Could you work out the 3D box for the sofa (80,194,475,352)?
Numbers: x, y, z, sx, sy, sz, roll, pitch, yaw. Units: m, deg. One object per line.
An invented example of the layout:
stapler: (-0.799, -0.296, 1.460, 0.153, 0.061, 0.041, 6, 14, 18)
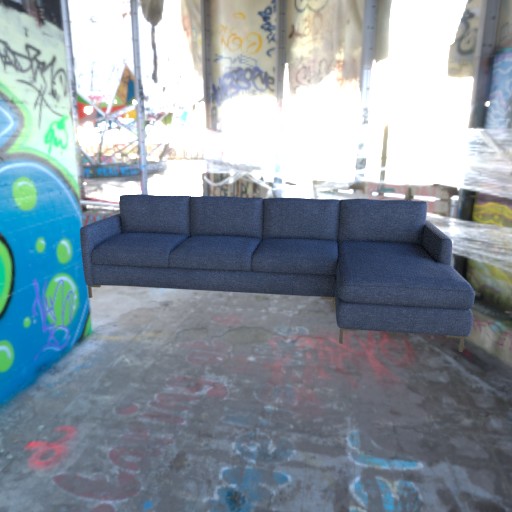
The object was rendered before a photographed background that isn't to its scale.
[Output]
sofa: (0.000, 0.000, 3.527, 2.932, 0.810, 1.350, 2, 15, 9)
